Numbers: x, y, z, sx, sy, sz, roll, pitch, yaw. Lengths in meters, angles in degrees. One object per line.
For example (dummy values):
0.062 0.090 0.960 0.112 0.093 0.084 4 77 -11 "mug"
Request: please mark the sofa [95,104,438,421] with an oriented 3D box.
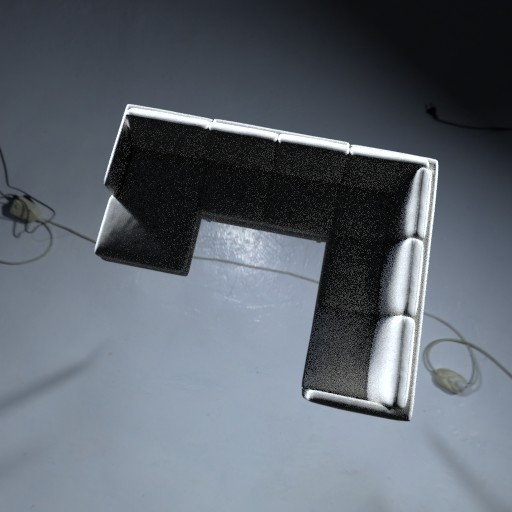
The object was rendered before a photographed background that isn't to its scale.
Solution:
0.000 0.000 4.435 3.238 0.853 2.551 11 76 3 "sofa"
